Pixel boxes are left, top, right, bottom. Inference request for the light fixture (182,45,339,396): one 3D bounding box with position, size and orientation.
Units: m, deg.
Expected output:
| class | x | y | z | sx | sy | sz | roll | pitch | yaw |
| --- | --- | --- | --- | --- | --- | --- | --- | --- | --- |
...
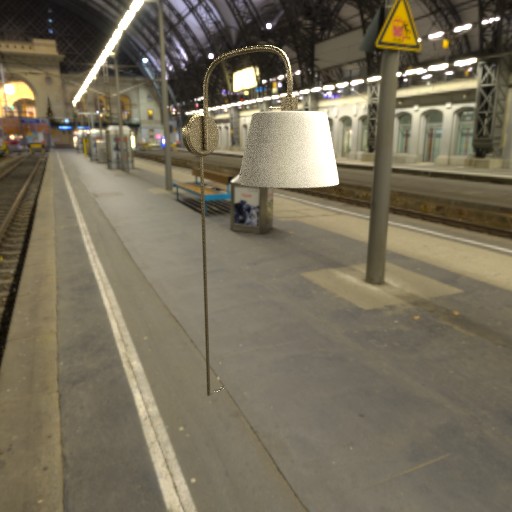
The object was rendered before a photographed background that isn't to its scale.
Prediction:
| class | x | y | z | sx | sy | sz | roll | pitch | yaw |
| --- | --- | --- | --- | --- | --- | --- | --- | --- | --- |
| light fixture | 0.000 | 0.000 | 0.457 | 0.176 | 0.399 | 0.092 | 14 | 20 | 43 |
